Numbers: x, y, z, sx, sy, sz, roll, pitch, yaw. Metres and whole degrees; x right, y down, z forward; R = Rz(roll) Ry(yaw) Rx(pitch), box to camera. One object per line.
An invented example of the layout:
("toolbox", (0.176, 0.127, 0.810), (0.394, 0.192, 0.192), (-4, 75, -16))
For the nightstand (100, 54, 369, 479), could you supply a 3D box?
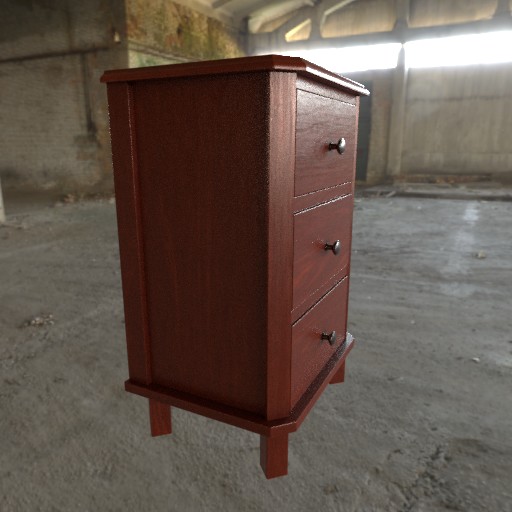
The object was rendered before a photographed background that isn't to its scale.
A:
("nightstand", (0.000, 0.000, 0.912), (0.351, 0.681, 0.435), (7, 16, 26))
